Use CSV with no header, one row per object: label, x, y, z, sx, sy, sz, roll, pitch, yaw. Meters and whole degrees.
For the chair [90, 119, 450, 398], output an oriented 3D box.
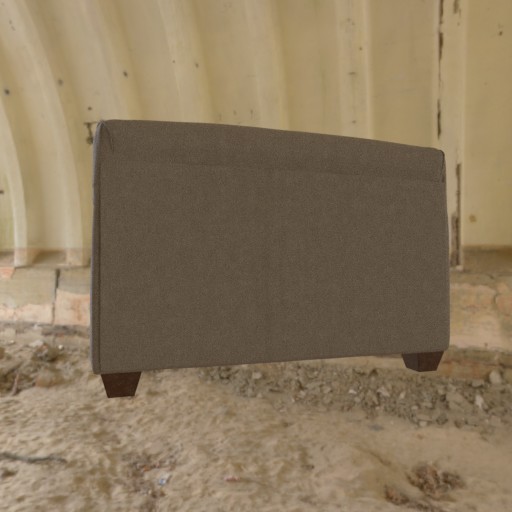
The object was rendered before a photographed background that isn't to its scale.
chair,0.000,0.000,2.059,1.395,0.953,0.992,0,-1,-17
